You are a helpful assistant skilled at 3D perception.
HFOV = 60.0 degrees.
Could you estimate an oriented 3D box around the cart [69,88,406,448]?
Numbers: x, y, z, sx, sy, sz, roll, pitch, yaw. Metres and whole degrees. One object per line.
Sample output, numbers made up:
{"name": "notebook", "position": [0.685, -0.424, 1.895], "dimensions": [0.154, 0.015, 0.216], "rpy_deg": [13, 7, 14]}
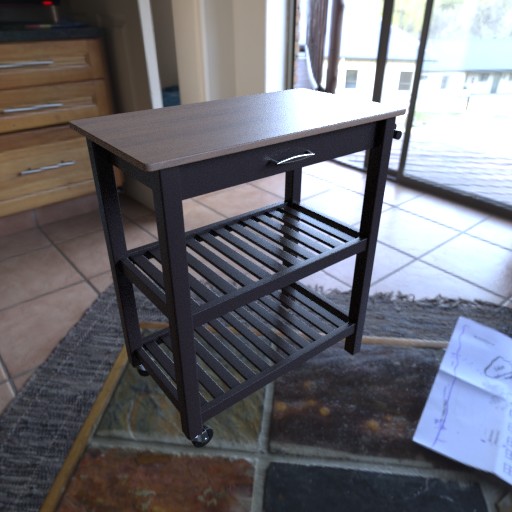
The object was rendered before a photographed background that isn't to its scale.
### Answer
{"name": "cart", "position": [0.000, 0.000, 1.477], "dimensions": [0.899, 0.927, 0.457], "rpy_deg": [-21, 36, -32]}
